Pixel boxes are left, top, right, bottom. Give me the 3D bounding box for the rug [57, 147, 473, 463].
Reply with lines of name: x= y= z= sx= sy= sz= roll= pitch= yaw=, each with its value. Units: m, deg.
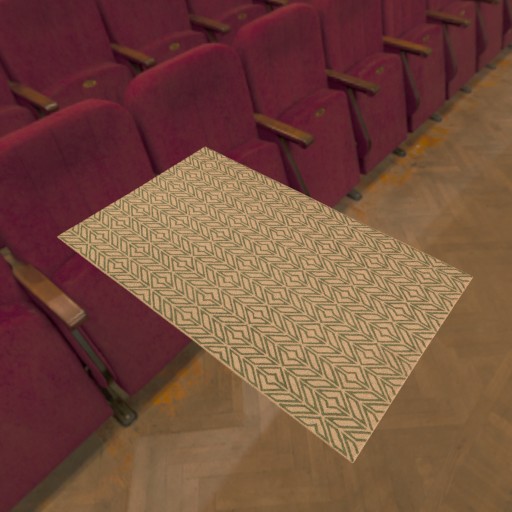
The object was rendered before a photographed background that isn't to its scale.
rug: x=0.000 y=0.000 z=3.034 sx=2.435 sy=0.011 sz=1.517 roll=31 pitch=53 yaw=26
